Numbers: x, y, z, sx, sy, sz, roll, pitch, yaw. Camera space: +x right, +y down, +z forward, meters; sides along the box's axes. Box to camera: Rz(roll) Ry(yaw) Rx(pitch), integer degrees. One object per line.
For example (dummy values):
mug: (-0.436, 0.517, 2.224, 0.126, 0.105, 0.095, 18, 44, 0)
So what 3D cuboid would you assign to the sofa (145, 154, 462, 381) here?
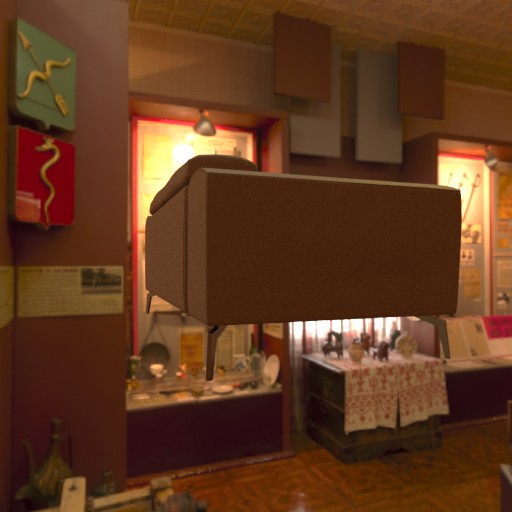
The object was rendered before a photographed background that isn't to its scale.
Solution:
sofa: (0.000, 0.000, 2.361, 1.003, 0.779, 1.895, 0, -1, -19)
